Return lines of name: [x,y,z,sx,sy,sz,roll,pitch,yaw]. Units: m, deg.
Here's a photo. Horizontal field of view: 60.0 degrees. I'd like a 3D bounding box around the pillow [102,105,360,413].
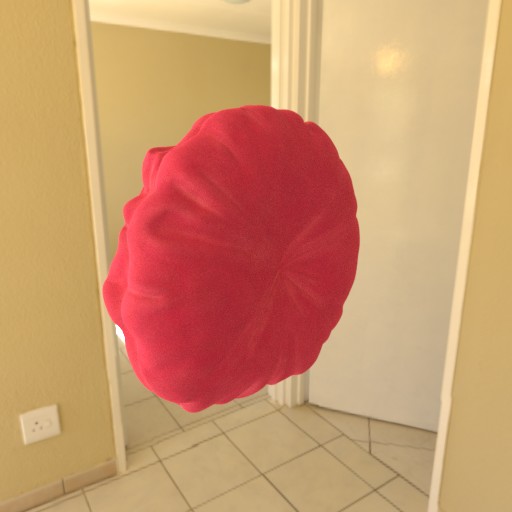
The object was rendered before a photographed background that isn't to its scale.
pillow: [0.000,0.000,0.631,0.428,0.407,0.148,-14,21,-41]
